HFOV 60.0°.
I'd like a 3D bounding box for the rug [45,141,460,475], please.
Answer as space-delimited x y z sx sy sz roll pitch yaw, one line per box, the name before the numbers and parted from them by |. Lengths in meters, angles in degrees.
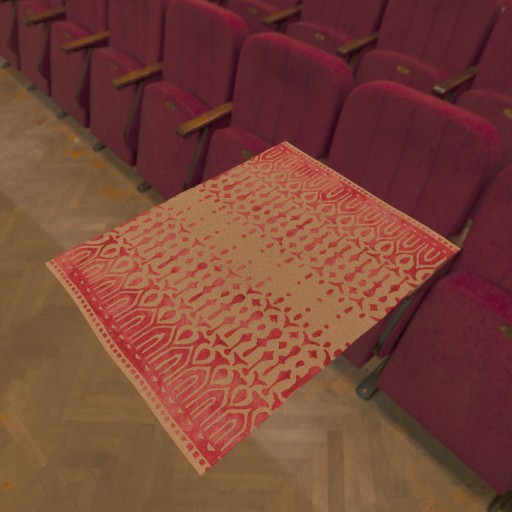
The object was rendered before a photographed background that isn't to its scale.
rug | 0.000 0.000 4.157 3.095 0.016 2.441 -33 55 -26
